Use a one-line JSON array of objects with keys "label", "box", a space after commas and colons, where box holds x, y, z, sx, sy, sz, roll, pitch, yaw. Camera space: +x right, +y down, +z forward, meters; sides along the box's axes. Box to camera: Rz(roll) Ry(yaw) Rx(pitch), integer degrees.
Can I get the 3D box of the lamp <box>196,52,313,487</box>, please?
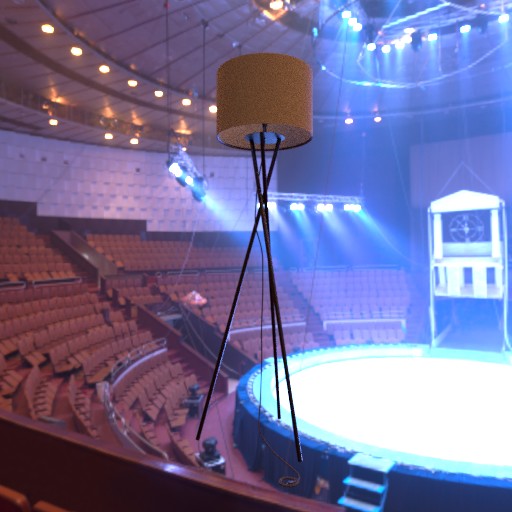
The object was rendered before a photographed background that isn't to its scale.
[{"label": "lamp", "box": [0.000, 0.000, 1.942, 0.522, 1.624, 0.667, -1, -2, 19]}]
